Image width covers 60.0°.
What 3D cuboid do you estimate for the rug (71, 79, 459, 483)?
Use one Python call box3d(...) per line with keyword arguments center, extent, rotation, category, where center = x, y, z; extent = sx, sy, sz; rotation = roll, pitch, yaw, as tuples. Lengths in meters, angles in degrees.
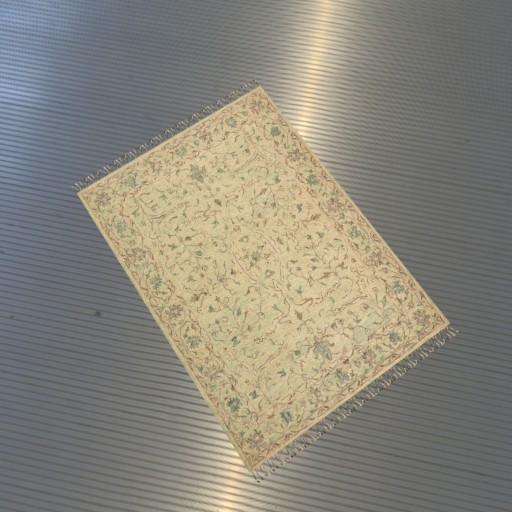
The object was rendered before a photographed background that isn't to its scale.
box3d(center=(0.000, 0.000, 2.325), extent=(1.247, 0.008, 1.802), rotation=(-33, 77, -9), category="rug")
